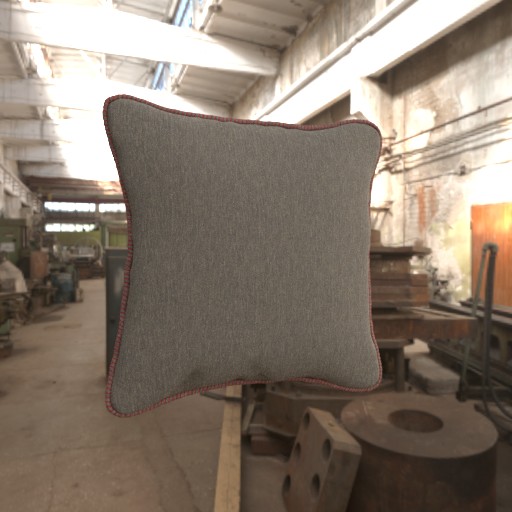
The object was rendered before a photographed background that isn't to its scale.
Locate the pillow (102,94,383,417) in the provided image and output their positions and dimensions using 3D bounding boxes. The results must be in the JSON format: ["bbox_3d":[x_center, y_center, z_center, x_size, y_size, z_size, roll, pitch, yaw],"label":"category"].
[{"bbox_3d":[0.000,0.000,0.738,0.482,0.491,0.124,0,1,-18],"label":"pillow"}]
